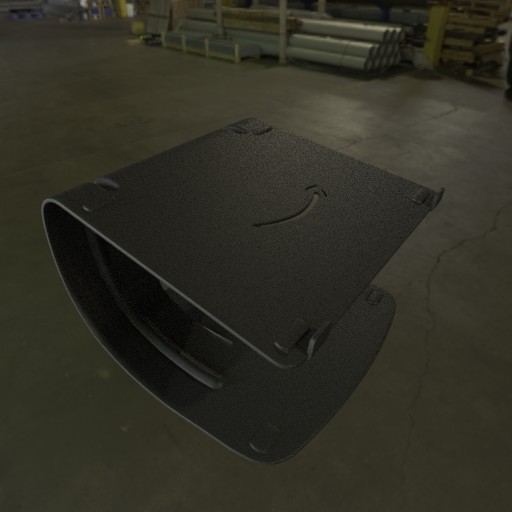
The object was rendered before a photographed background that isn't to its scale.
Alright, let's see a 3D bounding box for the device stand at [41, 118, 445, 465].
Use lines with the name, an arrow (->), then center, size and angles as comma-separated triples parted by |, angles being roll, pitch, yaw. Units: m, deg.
device stand -> 0.000, 0.000, 0.389 | 0.236, 0.155, 0.256 | 22, 39, 29
